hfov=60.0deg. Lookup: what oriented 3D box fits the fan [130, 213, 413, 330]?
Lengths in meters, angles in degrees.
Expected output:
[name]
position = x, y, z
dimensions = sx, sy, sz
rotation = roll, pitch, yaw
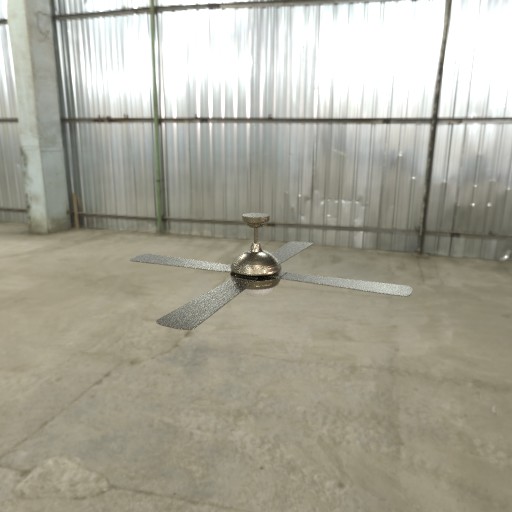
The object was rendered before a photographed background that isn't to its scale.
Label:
[fan]
position = 0.000, 0.000, 2.047
dimensions = 1.321, 0.381, 1.321
rotation = 14, 20, 43
